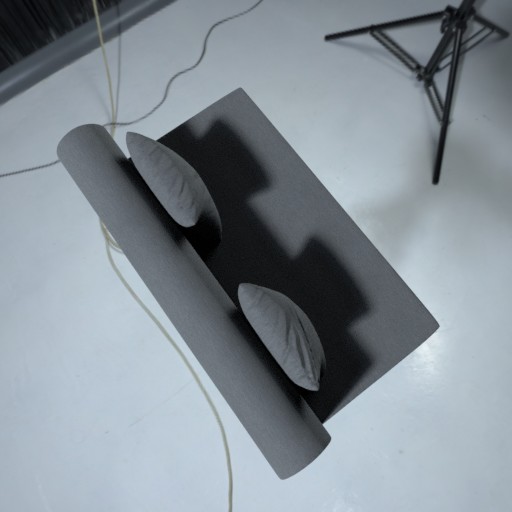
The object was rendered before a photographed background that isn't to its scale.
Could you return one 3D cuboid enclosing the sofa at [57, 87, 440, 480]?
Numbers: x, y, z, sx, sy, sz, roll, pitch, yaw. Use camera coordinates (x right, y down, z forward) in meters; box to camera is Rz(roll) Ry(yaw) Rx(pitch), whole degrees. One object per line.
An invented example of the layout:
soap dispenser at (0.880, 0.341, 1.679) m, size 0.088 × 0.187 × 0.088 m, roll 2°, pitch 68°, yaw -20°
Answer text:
sofa at (0.000, 0.000, 1.642) m, size 0.762 × 0.670 × 1.225 m, roll -36°, pitch 78°, yaw -8°
